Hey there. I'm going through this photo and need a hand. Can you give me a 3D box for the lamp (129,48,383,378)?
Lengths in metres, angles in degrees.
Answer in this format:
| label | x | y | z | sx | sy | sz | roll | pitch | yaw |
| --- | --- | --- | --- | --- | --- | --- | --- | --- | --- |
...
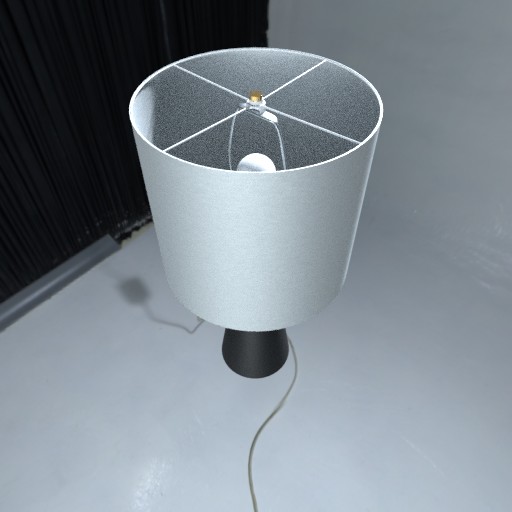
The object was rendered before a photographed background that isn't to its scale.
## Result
| label | x | y | z | sx | sy | sz | roll | pitch | yaw |
| --- | --- | --- | --- | --- | --- | --- | --- | --- | --- |
| lamp | 0.000 | 0.000 | 0.755 | 0.308 | 0.580 | 0.308 | 32 | 55 | 27 |
